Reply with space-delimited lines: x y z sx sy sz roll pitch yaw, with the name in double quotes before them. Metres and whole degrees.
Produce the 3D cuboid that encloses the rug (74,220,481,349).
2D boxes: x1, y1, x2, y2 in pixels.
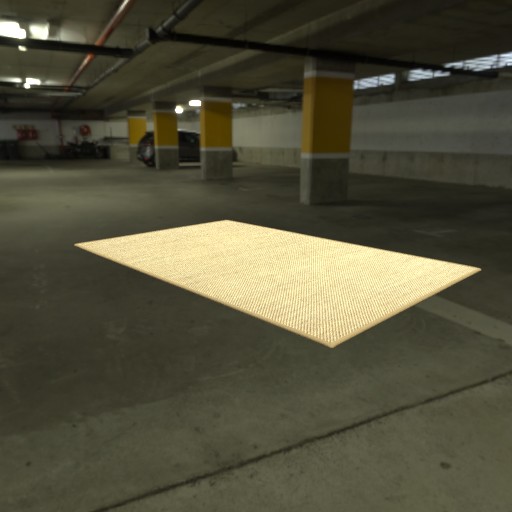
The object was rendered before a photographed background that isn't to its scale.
"rug" 0.000 0.000 2.106 1.062 0.013 1.667 -14 20 -42
